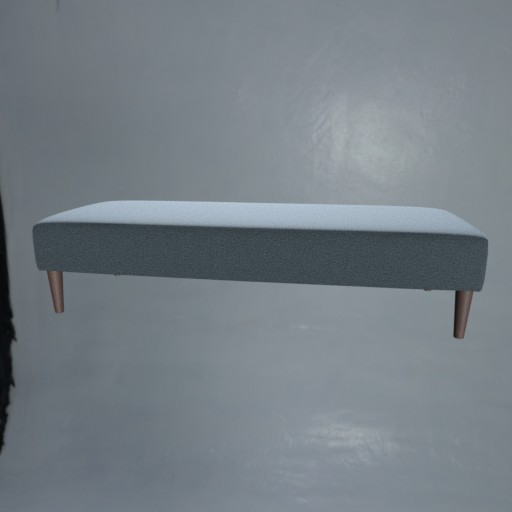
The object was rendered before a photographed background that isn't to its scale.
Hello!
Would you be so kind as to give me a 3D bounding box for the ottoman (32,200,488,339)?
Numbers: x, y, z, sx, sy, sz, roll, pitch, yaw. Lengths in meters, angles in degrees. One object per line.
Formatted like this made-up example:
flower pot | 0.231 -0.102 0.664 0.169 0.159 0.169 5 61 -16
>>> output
ottoman | 0.000 0.000 1.854 1.609 0.393 0.646 2 15 9
